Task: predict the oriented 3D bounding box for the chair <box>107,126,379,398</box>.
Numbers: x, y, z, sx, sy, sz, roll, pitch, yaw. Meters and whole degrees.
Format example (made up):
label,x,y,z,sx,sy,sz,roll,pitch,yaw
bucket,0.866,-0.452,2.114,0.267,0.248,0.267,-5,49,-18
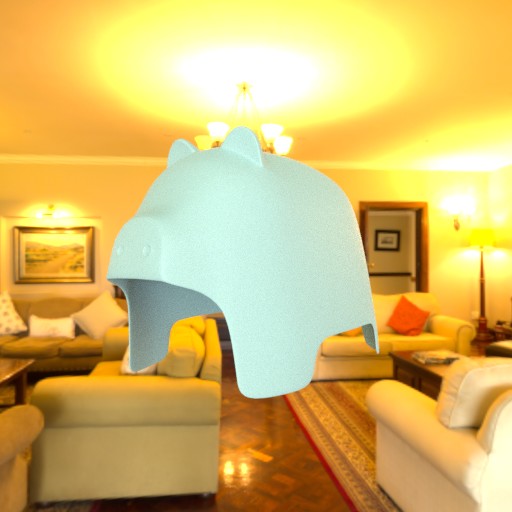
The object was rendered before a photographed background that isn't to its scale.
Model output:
label,x,y,z,sx,sy,sz,roll,pitch,yaw
chair,0.000,0.000,0.880,0.364,0.423,0.619,0,0,35
